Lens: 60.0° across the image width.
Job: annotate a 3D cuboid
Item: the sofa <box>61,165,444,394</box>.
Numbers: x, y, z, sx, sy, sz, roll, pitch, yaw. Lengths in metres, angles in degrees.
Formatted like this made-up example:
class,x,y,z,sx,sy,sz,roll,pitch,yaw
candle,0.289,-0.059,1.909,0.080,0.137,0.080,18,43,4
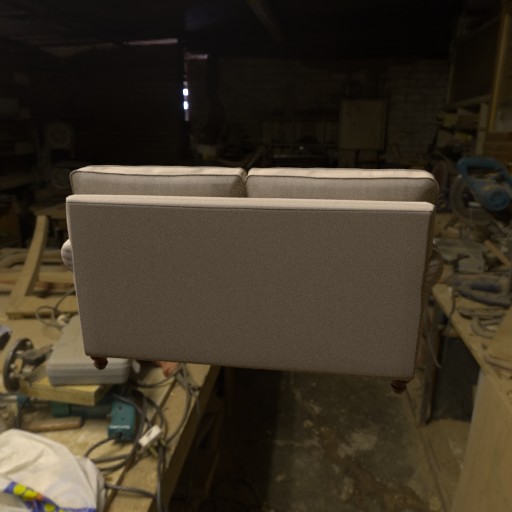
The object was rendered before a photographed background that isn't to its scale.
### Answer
class,x,y,z,sx,sy,sz,roll,pitch,yaw
sofa,0.000,0.000,2.258,1.665,0.937,0.964,2,17,8
